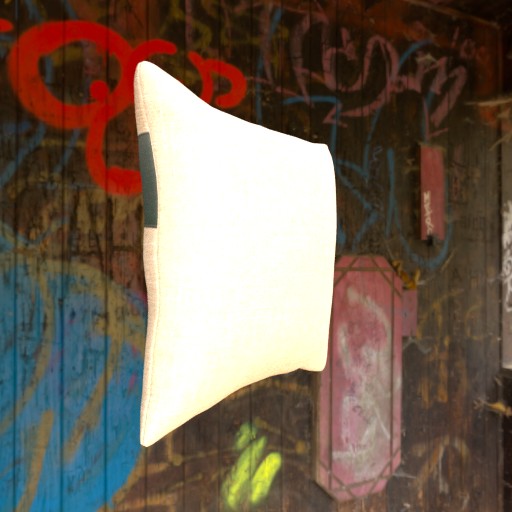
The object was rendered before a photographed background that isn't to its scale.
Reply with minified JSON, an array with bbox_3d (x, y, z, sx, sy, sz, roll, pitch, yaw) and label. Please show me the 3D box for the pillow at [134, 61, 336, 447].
[{"bbox_3d":[0.000,0.000,0.621,0.173,0.399,0.414,0,-1,36],"label":"pillow"}]
